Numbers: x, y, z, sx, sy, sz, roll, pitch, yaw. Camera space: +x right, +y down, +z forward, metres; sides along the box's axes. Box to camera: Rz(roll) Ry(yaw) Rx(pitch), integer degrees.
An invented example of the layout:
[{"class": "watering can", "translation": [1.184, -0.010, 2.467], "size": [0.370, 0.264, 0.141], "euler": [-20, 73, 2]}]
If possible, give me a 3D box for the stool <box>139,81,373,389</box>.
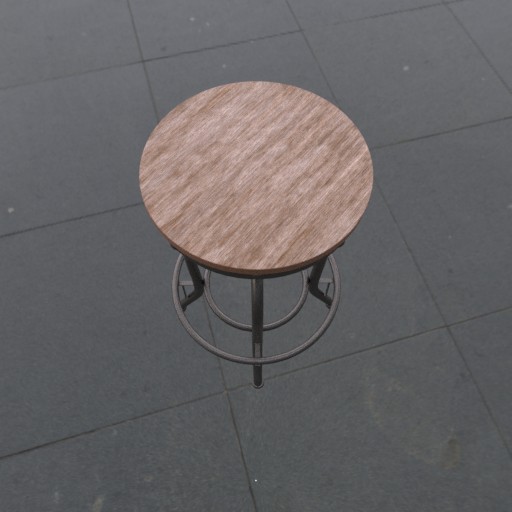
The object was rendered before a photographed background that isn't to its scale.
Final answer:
[{"class": "stool", "translation": [0.000, 0.000, 0.936], "size": [0.439, 0.609, 0.439], "euler": [-1, 63, -1]}]
